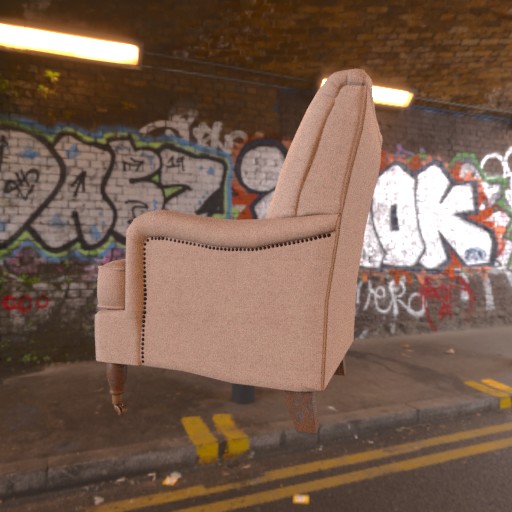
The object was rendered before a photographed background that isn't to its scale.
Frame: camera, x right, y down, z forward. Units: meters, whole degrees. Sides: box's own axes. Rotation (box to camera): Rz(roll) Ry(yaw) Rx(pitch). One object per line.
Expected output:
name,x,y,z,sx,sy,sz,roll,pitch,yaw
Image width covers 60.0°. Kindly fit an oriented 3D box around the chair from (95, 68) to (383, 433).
chair,0.000,0.000,1.791,0.953,1.119,0.879,0,0,18
